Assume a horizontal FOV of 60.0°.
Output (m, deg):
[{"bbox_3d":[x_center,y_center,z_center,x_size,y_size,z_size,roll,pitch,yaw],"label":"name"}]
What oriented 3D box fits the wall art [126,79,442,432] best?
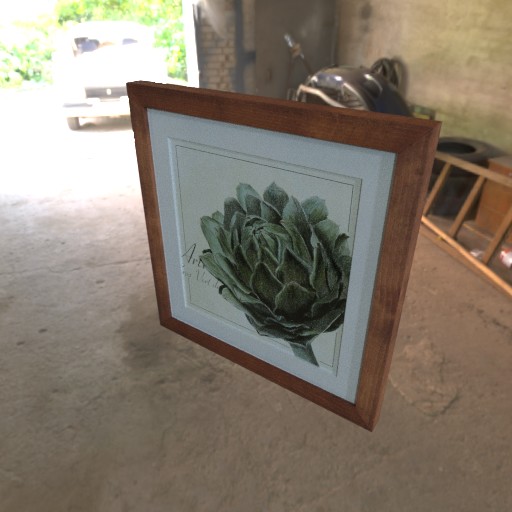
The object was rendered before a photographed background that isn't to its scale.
[{"bbox_3d":[0.000,0.000,0.836,0.554,0.572,0.037,19,36,29],"label":"wall art"}]
